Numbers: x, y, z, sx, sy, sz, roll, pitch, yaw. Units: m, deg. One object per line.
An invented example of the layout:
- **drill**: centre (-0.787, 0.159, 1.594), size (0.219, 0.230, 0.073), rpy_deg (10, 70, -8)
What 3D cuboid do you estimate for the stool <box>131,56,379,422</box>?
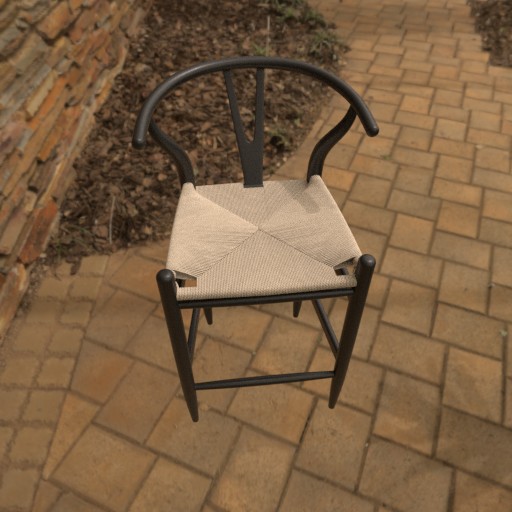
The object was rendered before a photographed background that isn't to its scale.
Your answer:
- **stool**: centre (0.000, 0.000, 1.345), size (0.569, 0.970, 0.579), rpy_deg (-4, 46, -4)
